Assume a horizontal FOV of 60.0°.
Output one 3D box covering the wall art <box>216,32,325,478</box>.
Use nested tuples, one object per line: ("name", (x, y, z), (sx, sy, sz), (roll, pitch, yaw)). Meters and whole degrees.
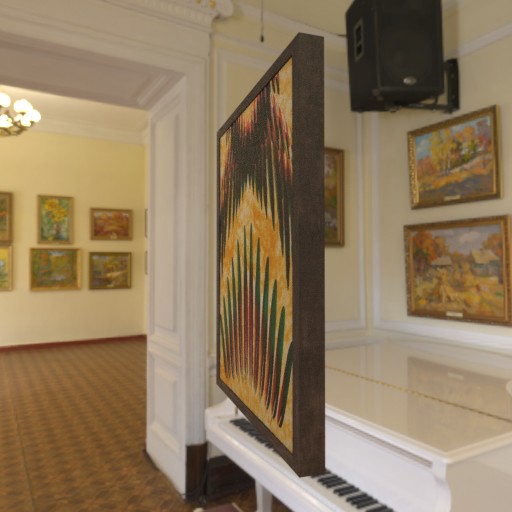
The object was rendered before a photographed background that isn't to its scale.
("wall art", (0.000, 0.000, 0.564), (0.027, 0.406, 0.329), (0, -1, -18))
